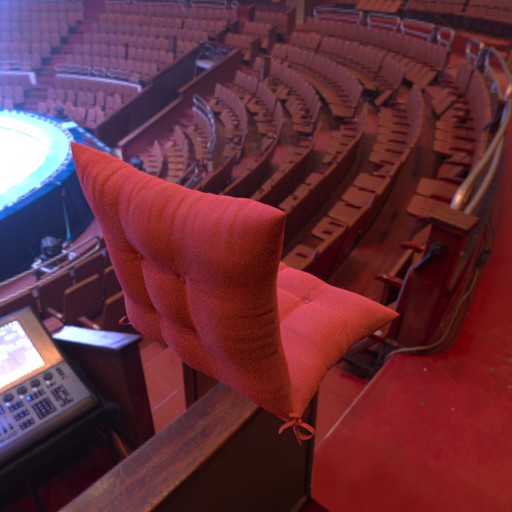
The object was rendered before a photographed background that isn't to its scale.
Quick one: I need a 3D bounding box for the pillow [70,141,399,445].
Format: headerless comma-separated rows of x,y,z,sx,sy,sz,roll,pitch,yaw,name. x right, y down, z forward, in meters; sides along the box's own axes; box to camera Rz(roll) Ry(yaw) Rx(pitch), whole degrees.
0.000,0.000,0.999,0.541,0.536,0.585,23,37,34,pillow
